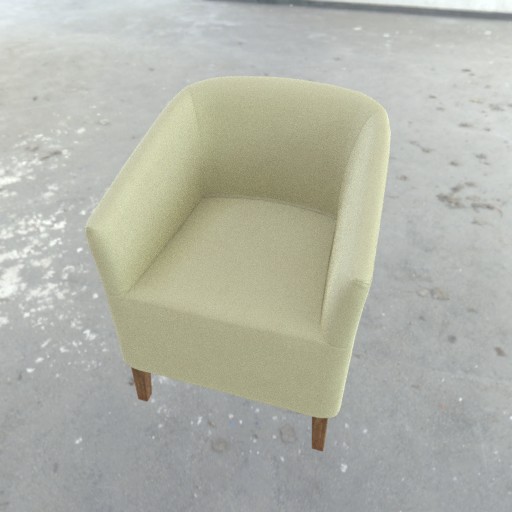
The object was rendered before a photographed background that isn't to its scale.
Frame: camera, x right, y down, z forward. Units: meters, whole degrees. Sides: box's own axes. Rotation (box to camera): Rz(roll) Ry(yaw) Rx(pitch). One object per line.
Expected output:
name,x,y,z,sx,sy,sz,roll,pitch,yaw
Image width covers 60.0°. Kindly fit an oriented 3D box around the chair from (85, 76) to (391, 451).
chair,0.000,0.000,1.303,0.643,0.822,0.657,11,42,13
